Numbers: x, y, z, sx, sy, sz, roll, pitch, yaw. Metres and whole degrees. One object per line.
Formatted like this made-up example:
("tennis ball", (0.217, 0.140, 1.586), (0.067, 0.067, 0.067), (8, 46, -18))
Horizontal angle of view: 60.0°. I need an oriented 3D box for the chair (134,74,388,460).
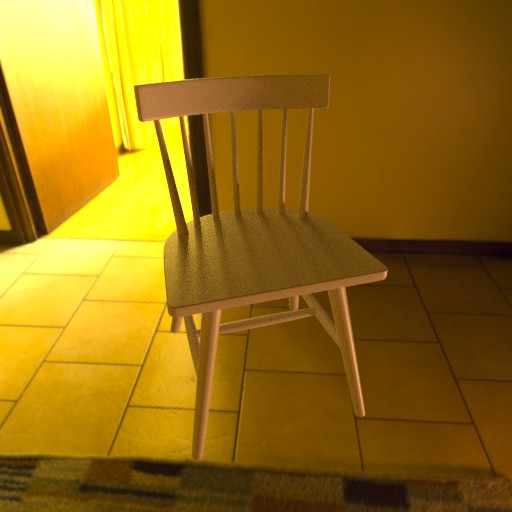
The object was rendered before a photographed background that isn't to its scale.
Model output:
("chair", (0.000, 0.000, 1.115), (0.483, 0.787, 0.500), (-9, 33, -14))
